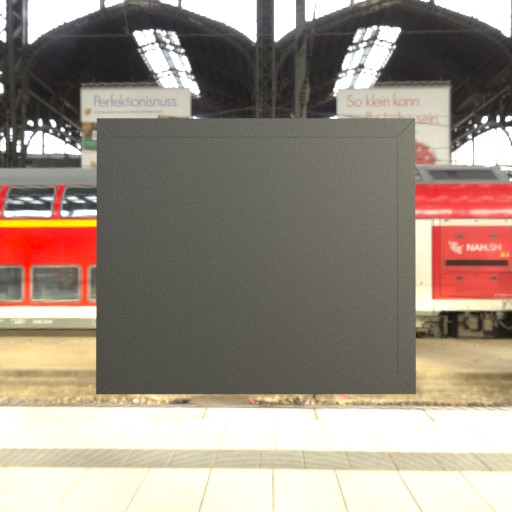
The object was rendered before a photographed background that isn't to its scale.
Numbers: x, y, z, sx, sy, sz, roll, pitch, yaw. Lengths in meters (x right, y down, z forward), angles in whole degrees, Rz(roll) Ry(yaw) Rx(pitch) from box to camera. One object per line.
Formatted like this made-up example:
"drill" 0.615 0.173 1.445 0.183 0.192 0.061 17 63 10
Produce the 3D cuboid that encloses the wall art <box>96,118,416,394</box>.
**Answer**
"wall art" 0.000 0.000 0.544 0.381 0.330 0.029 0 0 0
